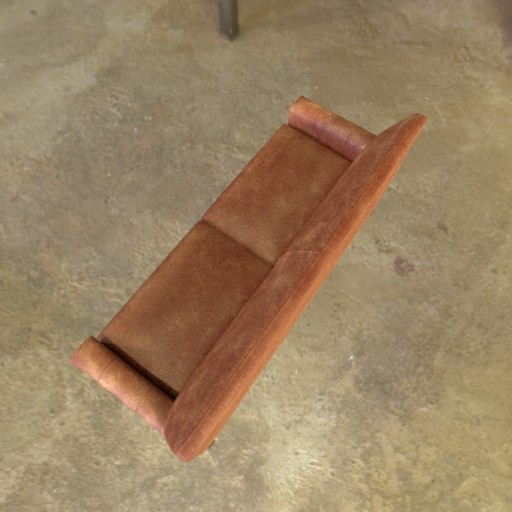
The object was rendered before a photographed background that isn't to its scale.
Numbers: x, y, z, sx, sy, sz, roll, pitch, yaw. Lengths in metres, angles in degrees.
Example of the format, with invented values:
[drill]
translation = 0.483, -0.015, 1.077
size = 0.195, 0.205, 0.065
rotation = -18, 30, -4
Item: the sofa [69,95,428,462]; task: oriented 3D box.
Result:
[sofa]
translation = 0.000, 0.000, 2.506
size = 0.805, 0.947, 2.053
rotation = 33, 69, 14
